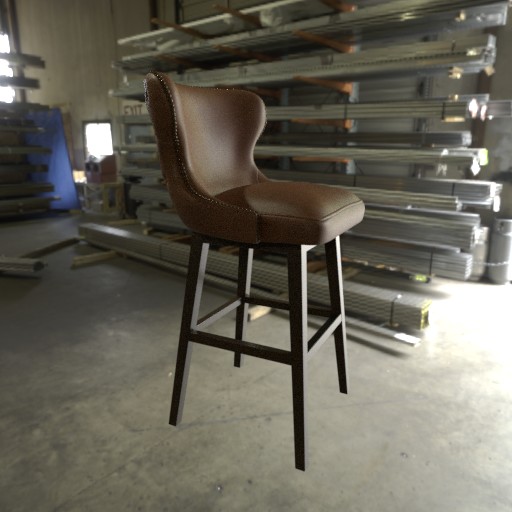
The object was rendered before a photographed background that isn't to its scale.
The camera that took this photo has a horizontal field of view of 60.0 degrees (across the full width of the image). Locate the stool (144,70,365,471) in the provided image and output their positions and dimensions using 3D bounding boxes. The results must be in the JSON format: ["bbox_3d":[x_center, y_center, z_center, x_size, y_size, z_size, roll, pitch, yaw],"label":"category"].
[{"bbox_3d":[0.000,0.000,1.443,0.606,1.087,0.591,7,16,26],"label":"stool"}]
